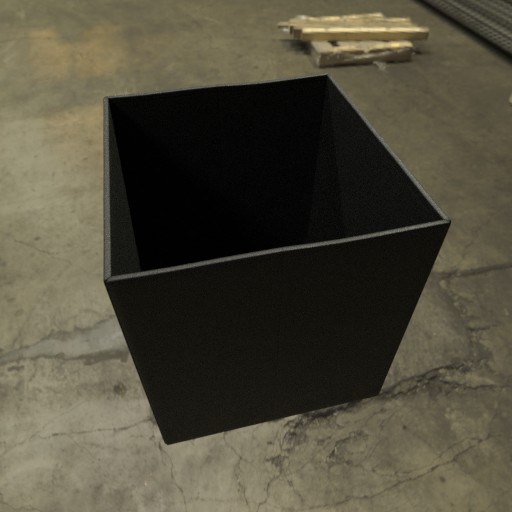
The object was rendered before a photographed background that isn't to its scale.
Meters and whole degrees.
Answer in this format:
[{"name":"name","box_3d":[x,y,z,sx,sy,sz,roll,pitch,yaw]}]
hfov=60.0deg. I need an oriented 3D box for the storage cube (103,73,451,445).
[{"name":"storage cube","box_3d":[0.000,0.000,0.497,0.270,0.280,0.270,-10,47,-9]}]
